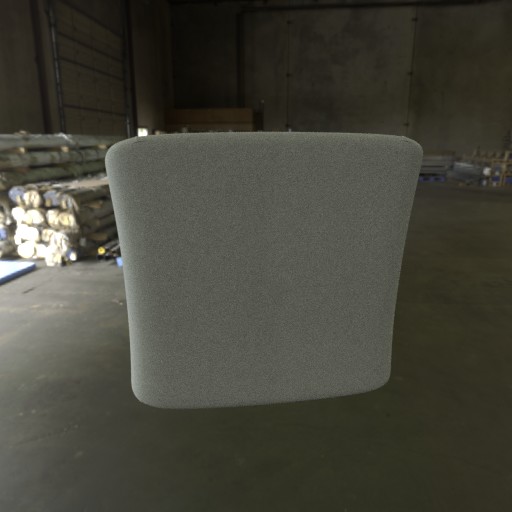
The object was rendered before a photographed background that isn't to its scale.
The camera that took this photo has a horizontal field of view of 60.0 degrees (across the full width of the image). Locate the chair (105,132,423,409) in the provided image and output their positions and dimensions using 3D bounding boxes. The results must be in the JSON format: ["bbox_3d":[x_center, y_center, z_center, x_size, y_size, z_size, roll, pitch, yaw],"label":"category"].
[{"bbox_3d":[0.000,0.000,1.351,0.790,0.720,0.700,-2,15,-8],"label":"chair"}]
